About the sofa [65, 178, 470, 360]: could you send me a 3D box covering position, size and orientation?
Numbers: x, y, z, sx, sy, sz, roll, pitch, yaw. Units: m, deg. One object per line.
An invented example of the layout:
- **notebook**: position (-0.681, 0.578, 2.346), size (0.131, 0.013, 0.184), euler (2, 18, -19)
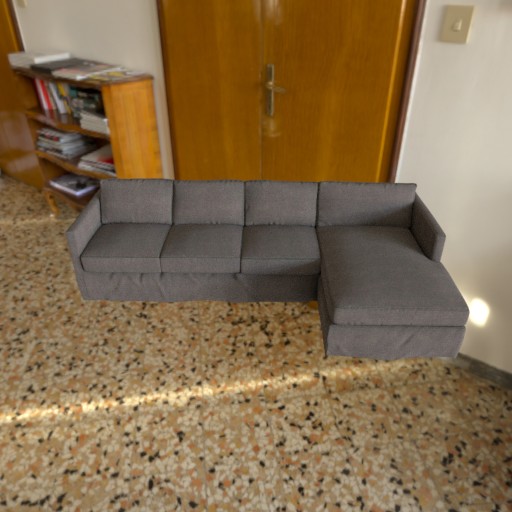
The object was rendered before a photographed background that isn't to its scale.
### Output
- **sofa**: position (0.000, 0.000, 3.894), size (3.205, 0.922, 1.650), euler (1, 32, 1)
